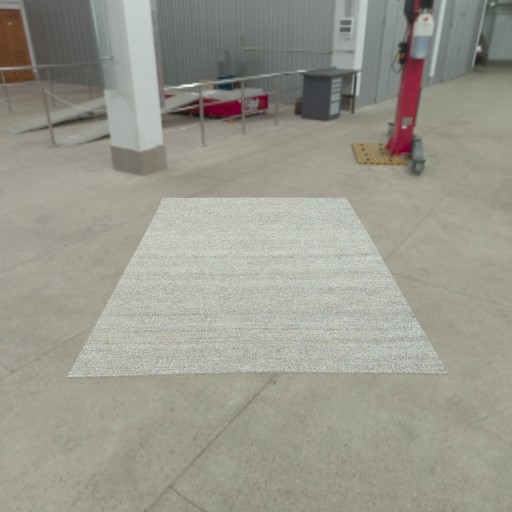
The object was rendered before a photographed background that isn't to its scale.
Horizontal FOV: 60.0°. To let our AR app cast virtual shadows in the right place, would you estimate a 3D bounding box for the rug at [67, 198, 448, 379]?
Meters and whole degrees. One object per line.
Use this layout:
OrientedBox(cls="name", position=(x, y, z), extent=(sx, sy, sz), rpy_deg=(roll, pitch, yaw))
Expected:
OrientedBox(cls="rug", position=(0.000, 0.000, 2.884), extent=(1.624, 0.030, 2.264), rpy_deg=(0, 27, 0))
